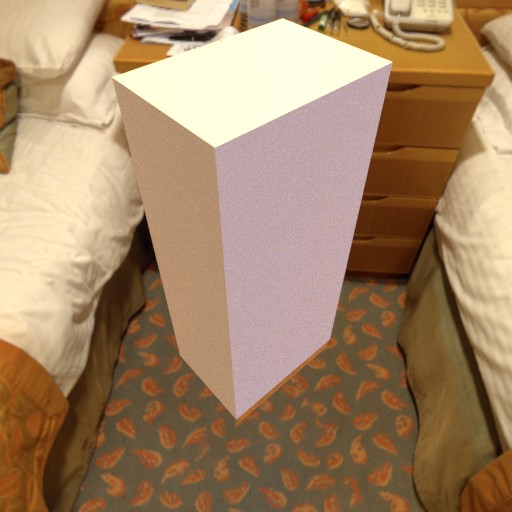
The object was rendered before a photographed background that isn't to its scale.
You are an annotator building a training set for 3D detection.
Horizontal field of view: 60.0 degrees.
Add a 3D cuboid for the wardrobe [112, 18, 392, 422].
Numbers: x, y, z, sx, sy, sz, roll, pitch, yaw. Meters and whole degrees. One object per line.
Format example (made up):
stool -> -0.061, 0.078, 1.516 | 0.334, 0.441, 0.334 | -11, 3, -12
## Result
wardrobe -> 0.000, 0.000, 2.395 | 0.860, 2.040, 0.600 | -33, 55, -27
